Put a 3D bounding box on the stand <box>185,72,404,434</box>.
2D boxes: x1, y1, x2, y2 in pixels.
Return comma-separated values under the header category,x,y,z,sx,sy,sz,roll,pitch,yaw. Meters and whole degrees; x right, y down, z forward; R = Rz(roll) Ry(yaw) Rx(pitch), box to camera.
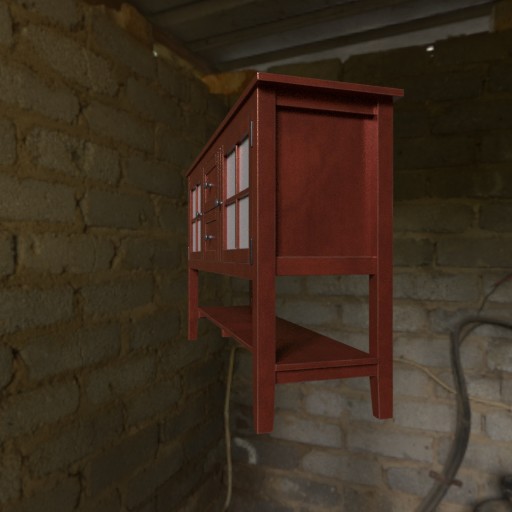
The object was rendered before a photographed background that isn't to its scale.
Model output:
category,x,y,z,sx,sy,sz,roll,pitch,yaw
stand,0.000,0.000,1.755,0.410,0.872,1.362,0,0,-16
